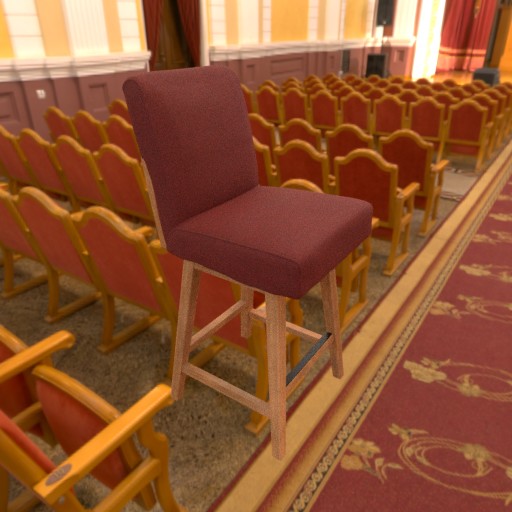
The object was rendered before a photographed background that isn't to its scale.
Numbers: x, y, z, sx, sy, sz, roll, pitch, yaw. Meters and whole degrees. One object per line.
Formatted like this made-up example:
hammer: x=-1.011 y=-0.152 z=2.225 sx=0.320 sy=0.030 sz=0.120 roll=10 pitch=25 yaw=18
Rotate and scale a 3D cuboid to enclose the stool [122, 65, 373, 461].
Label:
stool: x=0.000 y=0.000 z=1.355 sx=0.562 sy=1.038 sz=0.468 roll=18 pitch=32 yaw=30
